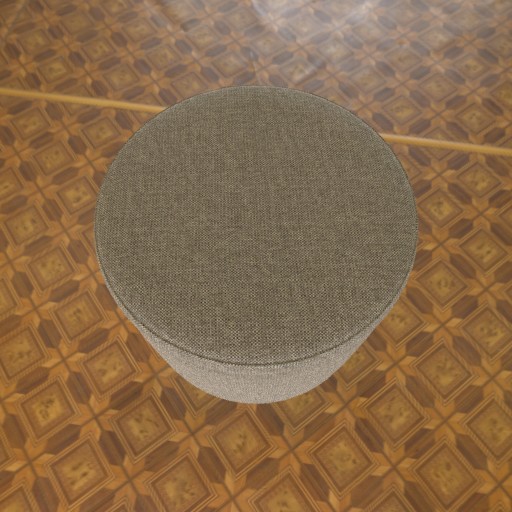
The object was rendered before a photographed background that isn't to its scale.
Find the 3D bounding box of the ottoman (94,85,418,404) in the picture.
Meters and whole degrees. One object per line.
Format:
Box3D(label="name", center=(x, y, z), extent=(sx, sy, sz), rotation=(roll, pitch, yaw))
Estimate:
Box3D(label="ottoman", center=(0.000, 0.000, 0.877), extent=(0.520, 0.430, 0.520), rotation=(0, 65, 0))
